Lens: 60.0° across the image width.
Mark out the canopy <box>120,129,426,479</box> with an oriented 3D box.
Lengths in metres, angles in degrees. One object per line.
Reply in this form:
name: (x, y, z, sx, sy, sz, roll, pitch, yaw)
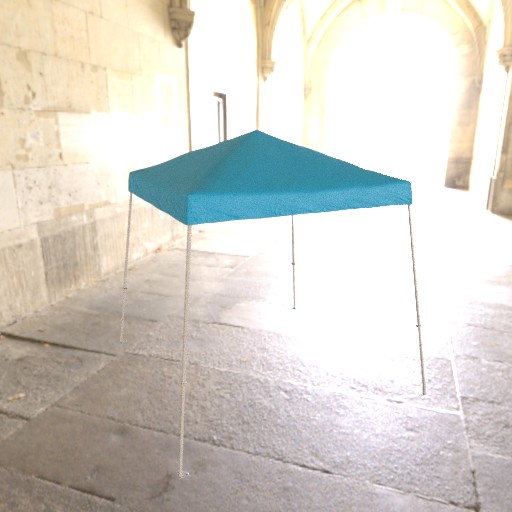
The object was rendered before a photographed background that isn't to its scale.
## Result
canopy: (0.000, 0.000, 5.195, 2.848, 2.849, 2.849, -7, 17, -25)
